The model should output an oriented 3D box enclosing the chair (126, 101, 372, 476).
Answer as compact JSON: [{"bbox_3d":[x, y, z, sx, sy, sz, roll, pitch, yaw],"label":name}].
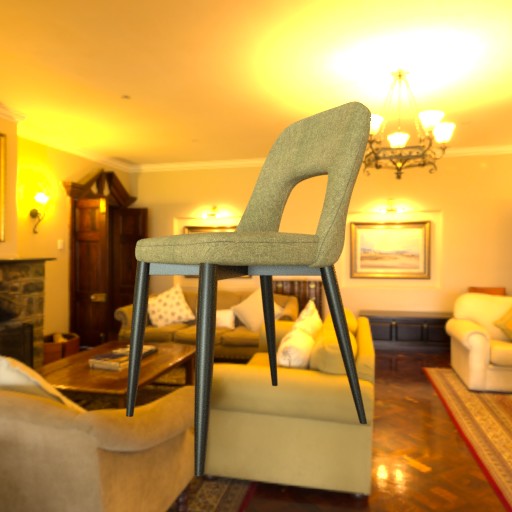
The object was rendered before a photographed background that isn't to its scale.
[{"bbox_3d":[0.000,0.000,1.268,0.612,0.931,0.470,0,0,-36],"label":"chair"}]
